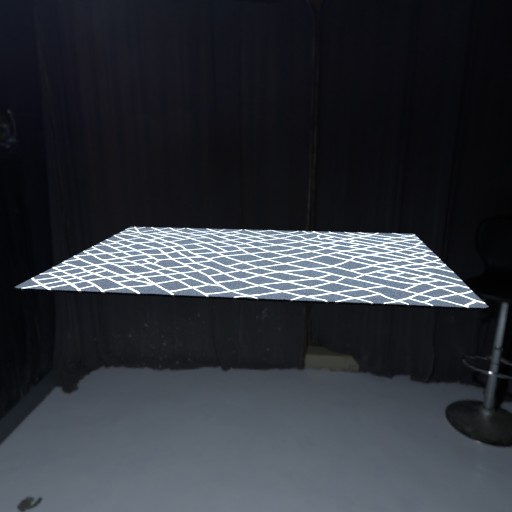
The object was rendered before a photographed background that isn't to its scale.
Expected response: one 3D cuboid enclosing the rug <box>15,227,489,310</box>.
[{"bbox_3d":[0.000,0.000,2.263,1.830,0.013,1.223,2,16,7],"label":"rug"}]
